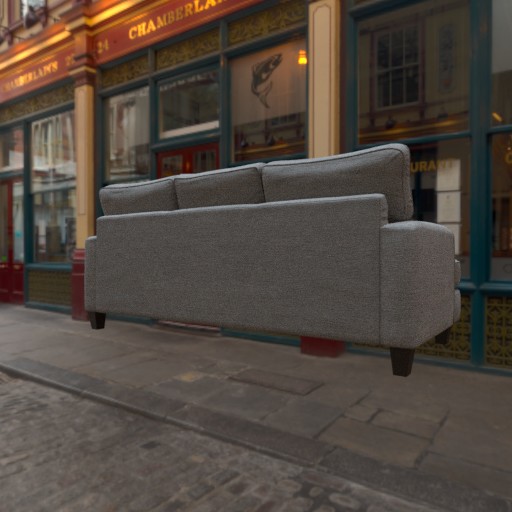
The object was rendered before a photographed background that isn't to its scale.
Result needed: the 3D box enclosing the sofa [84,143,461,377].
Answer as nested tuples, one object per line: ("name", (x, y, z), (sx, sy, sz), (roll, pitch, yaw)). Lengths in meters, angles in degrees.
("sofa", (0.000, 0.000, 2.697), (2.158, 0.965, 0.951), (0, 0, 35))
